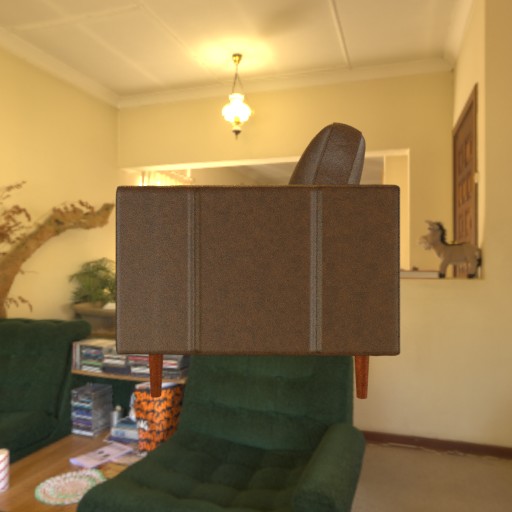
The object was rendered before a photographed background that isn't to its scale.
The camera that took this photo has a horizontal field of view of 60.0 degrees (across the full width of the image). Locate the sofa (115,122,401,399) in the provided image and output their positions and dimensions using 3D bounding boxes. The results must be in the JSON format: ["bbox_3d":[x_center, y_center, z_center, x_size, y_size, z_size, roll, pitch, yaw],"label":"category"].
[{"bbox_3d":[0.000,0.000,2.134,0.909,0.951,1.578,0,0,1],"label":"sofa"}]
